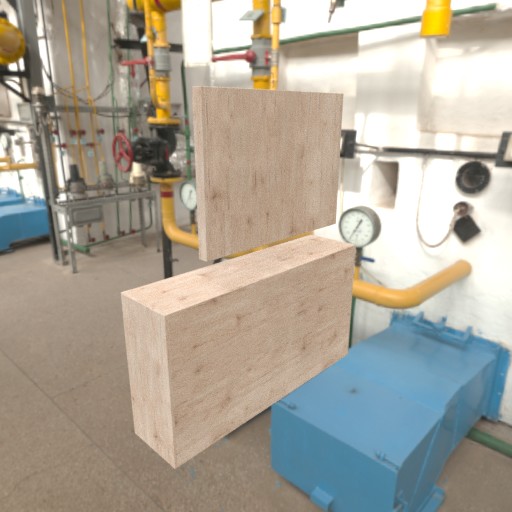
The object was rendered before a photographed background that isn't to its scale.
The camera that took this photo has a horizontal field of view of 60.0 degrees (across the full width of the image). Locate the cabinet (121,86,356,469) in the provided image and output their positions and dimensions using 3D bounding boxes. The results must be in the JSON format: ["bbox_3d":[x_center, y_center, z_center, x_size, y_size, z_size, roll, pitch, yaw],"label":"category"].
[{"bbox_3d":[0.000,0.000,2.846,0.420,1.981,1.700,17,24,42],"label":"cabinet"}]
